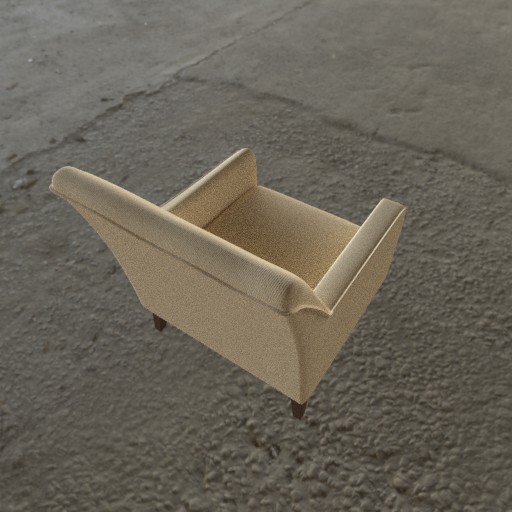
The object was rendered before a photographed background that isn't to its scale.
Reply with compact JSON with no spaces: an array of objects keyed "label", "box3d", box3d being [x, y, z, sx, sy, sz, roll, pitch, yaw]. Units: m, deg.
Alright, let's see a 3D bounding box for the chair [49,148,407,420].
[{"label":"chair","box3d":[0.000,0.000,1.608,0.780,0.919,0.899,26,51,23]}]
